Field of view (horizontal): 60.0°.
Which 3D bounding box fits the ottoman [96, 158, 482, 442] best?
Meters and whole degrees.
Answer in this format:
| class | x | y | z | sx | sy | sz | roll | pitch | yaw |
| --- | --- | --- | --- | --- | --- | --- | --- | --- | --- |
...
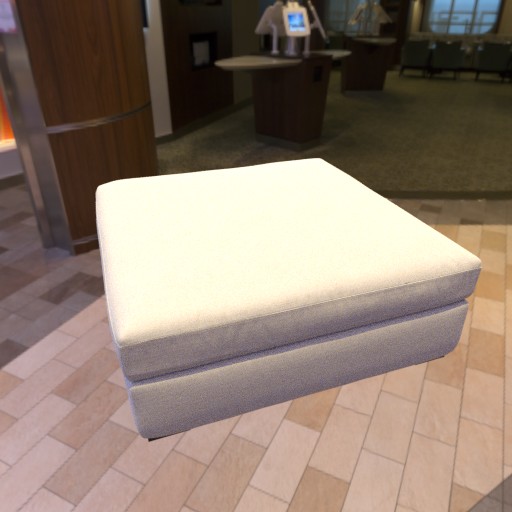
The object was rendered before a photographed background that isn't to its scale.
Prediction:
| class | x | y | z | sx | sy | sz | roll | pitch | yaw |
| --- | --- | --- | --- | --- | --- | --- | --- | --- | --- |
| ottoman | 0.000 | 0.000 | 1.781 | 1.163 | 0.482 | 1.167 | -10 | 31 | -17 |
